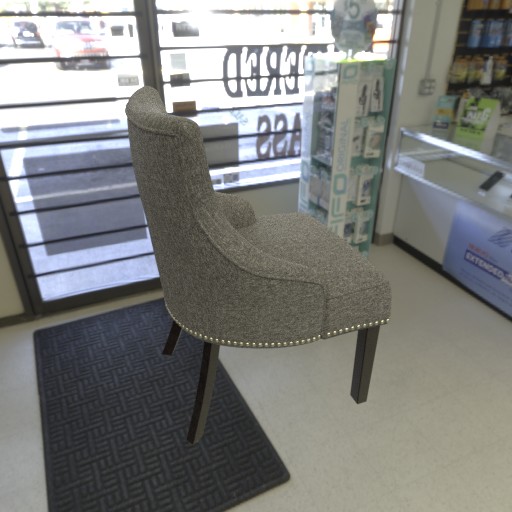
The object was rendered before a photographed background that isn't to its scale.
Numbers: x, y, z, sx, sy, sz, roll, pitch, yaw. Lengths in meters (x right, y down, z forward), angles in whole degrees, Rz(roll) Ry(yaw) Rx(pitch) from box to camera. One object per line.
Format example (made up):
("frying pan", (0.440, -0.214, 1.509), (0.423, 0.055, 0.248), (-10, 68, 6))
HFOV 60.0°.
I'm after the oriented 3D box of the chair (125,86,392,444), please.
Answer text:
("chair", (0.000, 0.000, 1.306), (0.629, 0.909, 0.566), (-10, 30, -18))
